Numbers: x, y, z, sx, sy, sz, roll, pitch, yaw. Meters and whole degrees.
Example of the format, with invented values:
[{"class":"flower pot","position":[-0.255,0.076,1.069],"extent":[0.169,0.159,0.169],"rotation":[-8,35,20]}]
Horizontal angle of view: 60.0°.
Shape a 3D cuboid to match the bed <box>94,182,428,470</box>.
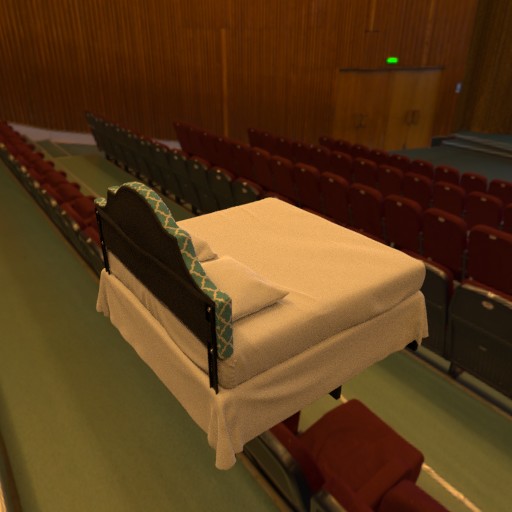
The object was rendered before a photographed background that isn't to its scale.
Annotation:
[{"class":"bed","position":[0.000,0.000,3.743],"extent":[2.222,1.601,2.314],"rotation":[-19,33,-32]}]
